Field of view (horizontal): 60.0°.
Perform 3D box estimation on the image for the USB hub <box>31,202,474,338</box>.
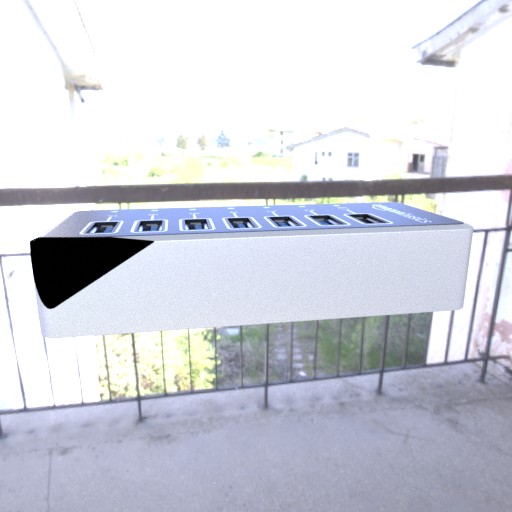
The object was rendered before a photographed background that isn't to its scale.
[{"bbox_3d":[0.000,0.000,0.128,0.110,0.023,0.044,-3,15,-9],"label":"USB hub"}]
